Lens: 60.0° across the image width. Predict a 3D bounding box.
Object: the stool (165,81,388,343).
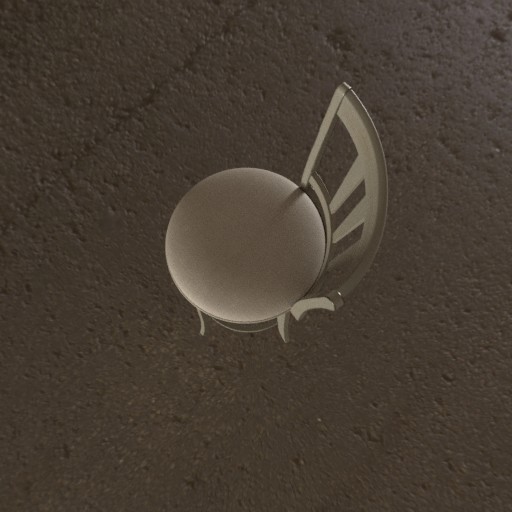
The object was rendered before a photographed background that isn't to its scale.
[{"bbox_3d":[0.000,0.000,1.282,0.475,1.042,0.436,5,75,1],"label":"stool"}]
